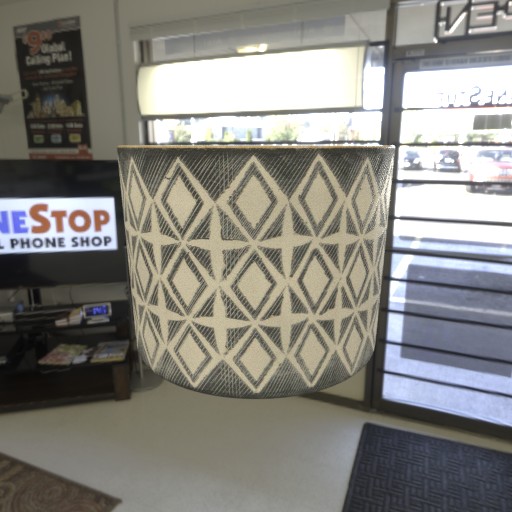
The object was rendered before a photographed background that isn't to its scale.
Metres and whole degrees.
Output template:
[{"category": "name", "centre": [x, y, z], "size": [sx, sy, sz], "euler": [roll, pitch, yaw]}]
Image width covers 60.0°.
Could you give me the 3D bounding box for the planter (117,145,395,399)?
[{"category": "planter", "centre": [0.000, 0.000, 0.340], "size": [0.192, 0.165, 0.192], "euler": [0, 14, 0]}]
